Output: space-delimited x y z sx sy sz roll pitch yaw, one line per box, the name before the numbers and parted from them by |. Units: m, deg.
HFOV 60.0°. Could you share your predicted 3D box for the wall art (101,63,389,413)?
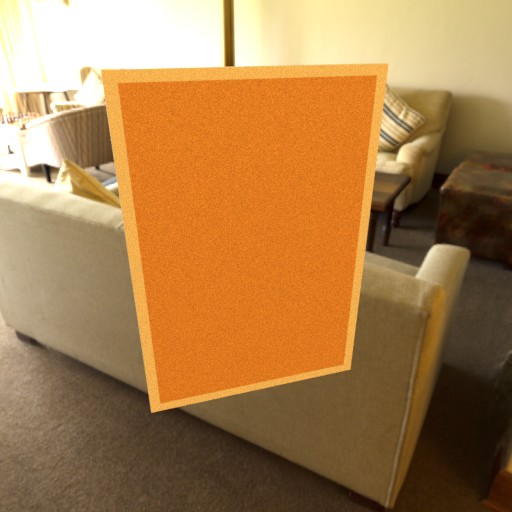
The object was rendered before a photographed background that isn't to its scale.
wall art | 0.000 0.000 0.832 0.456 0.656 0.013 -8 28 -15
